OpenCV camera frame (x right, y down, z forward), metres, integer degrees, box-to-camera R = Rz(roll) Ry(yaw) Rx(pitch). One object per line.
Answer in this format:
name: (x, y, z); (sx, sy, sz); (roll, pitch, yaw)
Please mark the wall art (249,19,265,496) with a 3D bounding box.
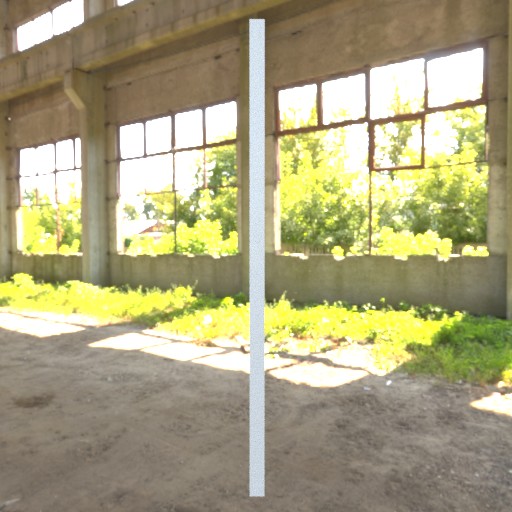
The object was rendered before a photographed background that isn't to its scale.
wall art: (0.000, 0.000, 1.084); (0.026, 0.811, 0.661); (0, 2, 0)
